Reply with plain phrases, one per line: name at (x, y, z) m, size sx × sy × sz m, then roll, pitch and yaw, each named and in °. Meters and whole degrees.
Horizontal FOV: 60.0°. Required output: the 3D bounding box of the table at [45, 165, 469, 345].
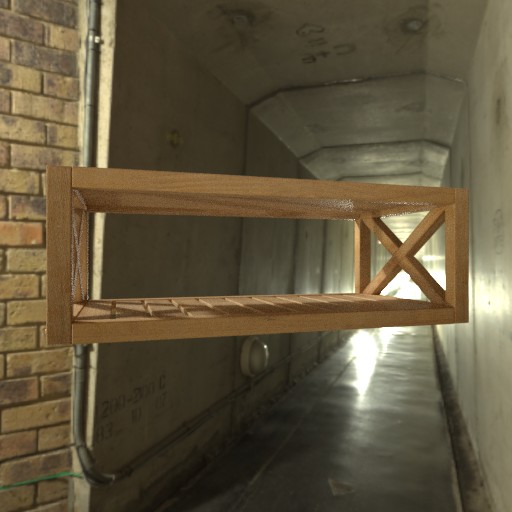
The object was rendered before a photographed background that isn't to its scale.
table at (0.000, 0.000, 1.622) m, size 1.321 × 0.457 × 0.660 m, roll 0°, pitch 0°, yaw -17°
